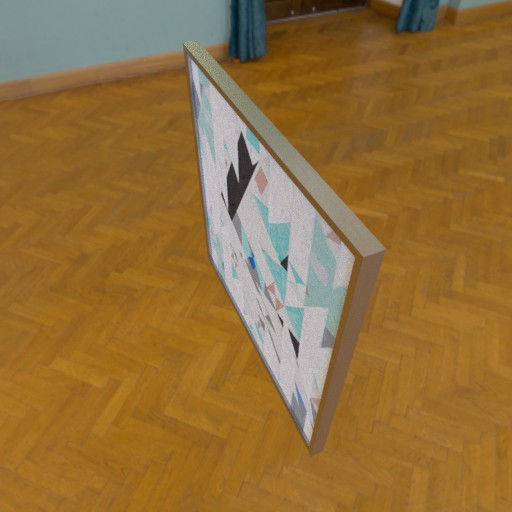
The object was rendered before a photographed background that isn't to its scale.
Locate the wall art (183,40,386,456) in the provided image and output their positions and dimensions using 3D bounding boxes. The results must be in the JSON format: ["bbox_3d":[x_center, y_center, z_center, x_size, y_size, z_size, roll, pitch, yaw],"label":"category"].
[{"bbox_3d":[0.000,0.000,1.169,0.038,0.806,0.806,-19,50,-16],"label":"wall art"}]
